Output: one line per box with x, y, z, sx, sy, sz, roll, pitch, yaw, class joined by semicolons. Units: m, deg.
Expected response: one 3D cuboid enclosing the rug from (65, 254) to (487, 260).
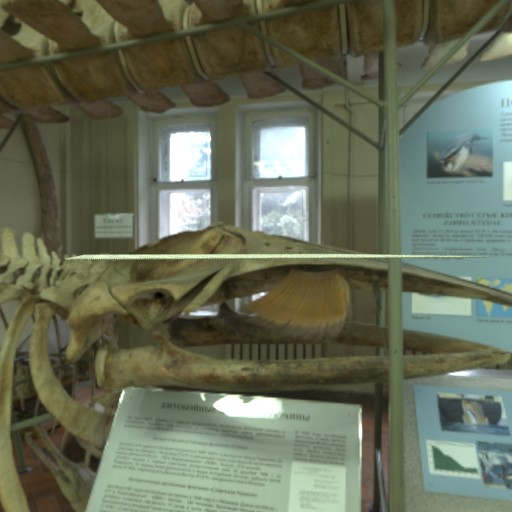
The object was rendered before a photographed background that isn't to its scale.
0.000;0.000;4.083;3.061;0.010;2.330;0;1;-19;rug
